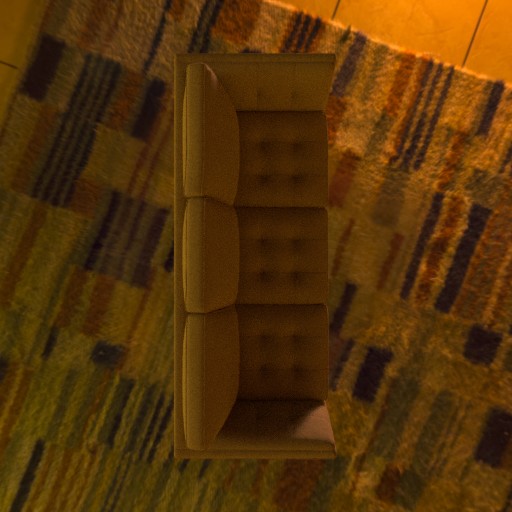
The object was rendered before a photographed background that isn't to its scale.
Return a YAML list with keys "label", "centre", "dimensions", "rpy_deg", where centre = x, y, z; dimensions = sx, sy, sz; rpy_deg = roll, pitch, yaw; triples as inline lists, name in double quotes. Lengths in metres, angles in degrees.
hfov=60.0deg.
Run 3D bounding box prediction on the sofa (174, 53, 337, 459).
- label: "sofa"
  centre: [0.000, 0.000, 2.898]
  dimensions: [0.965, 0.940, 2.388]
  rpy_deg: [0, 90, 0]
